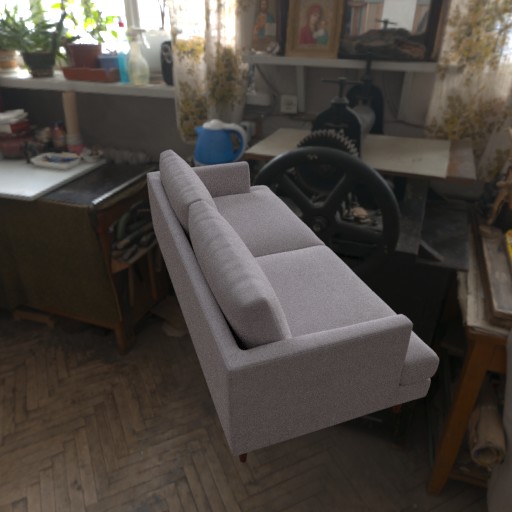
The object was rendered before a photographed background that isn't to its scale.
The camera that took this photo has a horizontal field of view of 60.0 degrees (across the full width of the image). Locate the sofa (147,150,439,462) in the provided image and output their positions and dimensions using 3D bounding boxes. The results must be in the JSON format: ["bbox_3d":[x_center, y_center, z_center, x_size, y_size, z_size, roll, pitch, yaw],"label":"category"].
[{"bbox_3d":[0.000,0.000,2.791,1.020,0.868,2.250,-10,32,-17],"label":"sofa"}]
